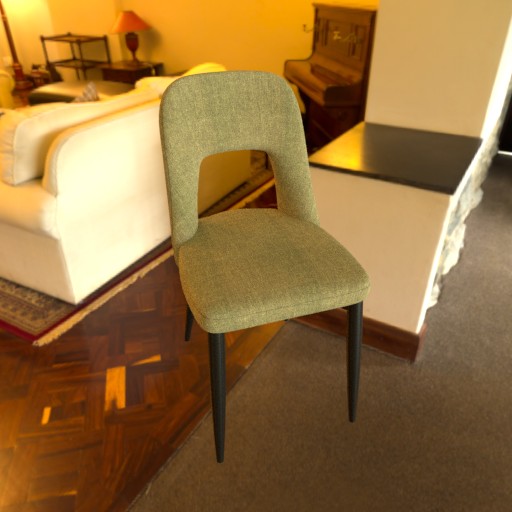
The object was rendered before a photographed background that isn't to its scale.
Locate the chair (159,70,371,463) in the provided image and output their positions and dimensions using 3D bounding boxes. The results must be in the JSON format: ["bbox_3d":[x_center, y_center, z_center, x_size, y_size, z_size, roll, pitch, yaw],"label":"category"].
[{"bbox_3d":[0.000,0.000,1.297,0.470,0.931,0.612,-10,33,-16],"label":"chair"}]
